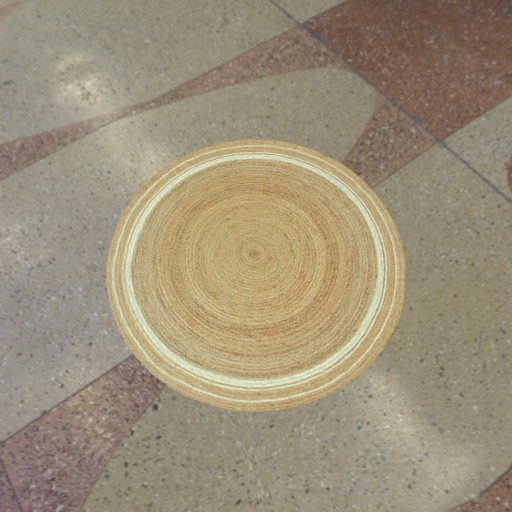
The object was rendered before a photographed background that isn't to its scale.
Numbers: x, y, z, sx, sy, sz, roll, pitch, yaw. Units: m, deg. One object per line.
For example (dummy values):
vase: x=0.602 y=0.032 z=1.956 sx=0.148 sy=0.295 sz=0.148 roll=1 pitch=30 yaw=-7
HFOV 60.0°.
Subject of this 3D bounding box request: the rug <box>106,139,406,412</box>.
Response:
rug: x=0.000 y=0.000 z=3.656 sx=2.444 sy=0.015 sz=2.444 roll=0 pitch=64 yaw=0
